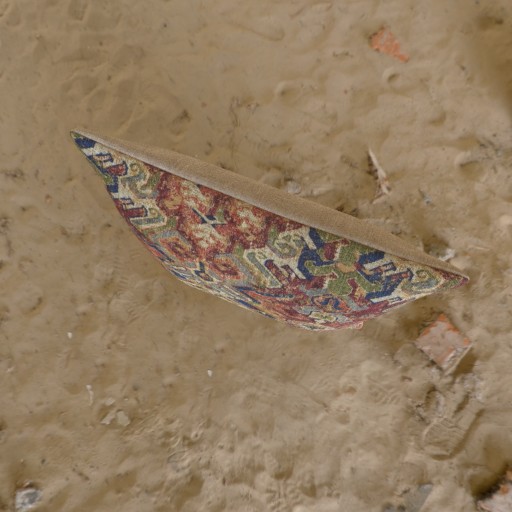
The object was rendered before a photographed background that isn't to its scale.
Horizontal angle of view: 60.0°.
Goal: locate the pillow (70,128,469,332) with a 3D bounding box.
[{"bbox_3d":[0.000,0.000,0.772,0.523,0.506,0.166,21,77,5],"label":"pillow"}]
